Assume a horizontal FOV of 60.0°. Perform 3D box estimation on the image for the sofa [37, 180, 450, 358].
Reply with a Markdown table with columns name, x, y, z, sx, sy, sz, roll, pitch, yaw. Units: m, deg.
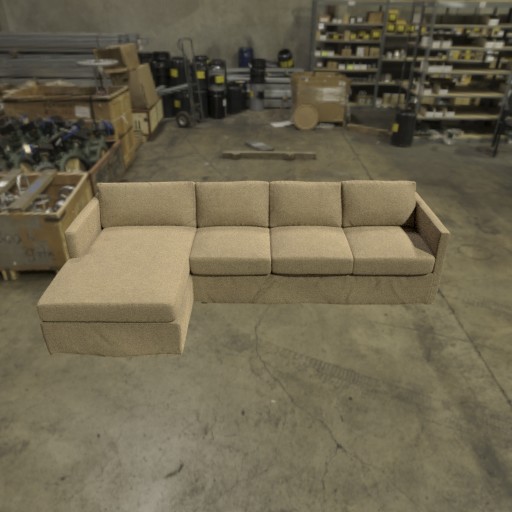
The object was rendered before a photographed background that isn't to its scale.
| name | x | y | z | sx | sy | sz | roll | pitch | yaw |
| --- | --- | --- | --- | --- | --- | --- | --- | --- | --- |
| sofa | 0.000 | 0.000 | 3.842 | 3.198 | 0.920 | 1.638 | 0 | 30 | 0 |
